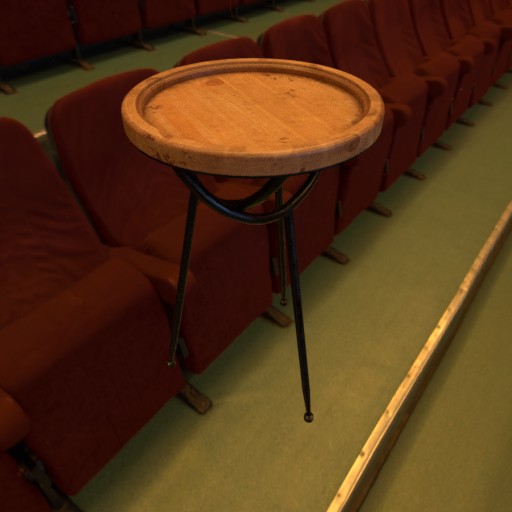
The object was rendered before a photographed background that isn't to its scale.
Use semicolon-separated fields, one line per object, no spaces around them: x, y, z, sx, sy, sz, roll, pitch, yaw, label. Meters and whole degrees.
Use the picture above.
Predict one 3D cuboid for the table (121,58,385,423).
0.000;0.000;0.915;0.414;0.664;0.418;26;46;28;table
